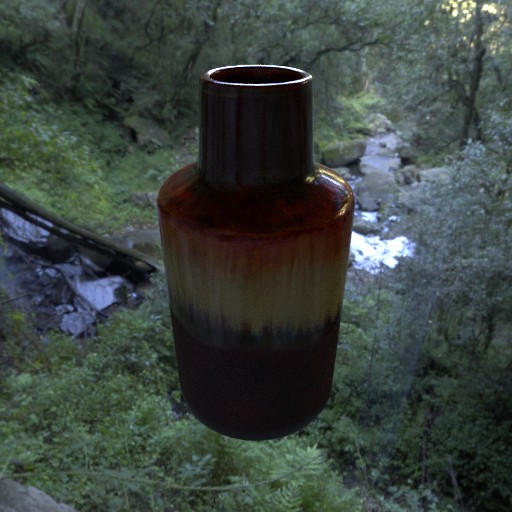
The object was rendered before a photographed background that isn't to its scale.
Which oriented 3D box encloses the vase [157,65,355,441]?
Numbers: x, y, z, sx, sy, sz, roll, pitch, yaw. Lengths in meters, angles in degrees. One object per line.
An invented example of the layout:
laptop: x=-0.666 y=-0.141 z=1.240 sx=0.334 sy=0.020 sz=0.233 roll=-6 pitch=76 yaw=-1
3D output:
vase: x=0.000 y=0.000 z=0.264 sx=0.108 sy=0.204 sz=0.108 roll=0 pitch=32 yaw=0
